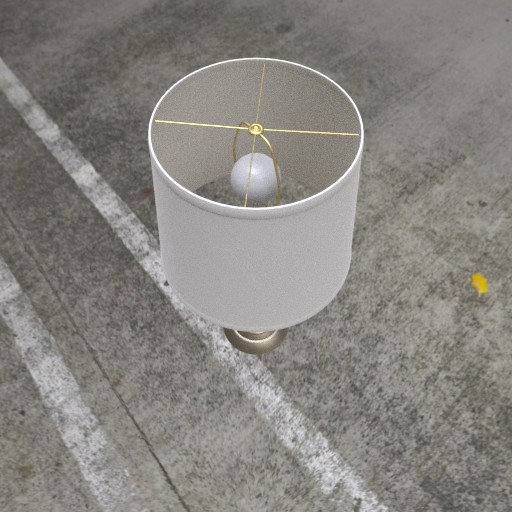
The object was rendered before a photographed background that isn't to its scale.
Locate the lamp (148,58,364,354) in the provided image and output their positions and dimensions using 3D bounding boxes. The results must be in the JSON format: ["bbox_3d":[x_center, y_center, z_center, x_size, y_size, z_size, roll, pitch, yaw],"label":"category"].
[{"bbox_3d":[0.000,0.000,0.805,0.328,0.619,0.328,0,59,0],"label":"lamp"}]
